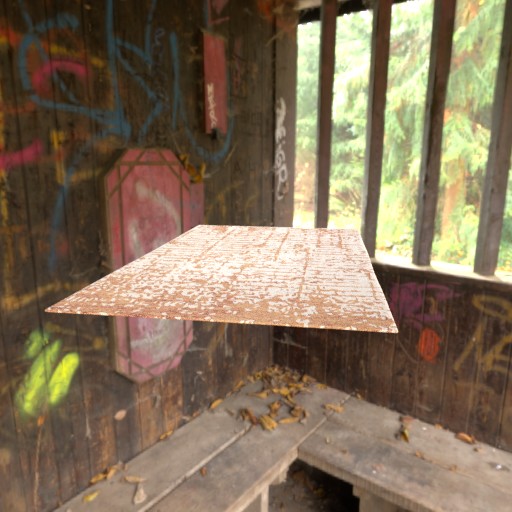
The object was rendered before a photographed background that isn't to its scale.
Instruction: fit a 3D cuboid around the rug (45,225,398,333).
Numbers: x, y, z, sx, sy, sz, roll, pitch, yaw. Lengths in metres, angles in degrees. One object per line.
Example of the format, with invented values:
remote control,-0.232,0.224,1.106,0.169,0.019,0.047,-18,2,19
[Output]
rug,0.000,0.000,3.021,1.517,0.011,2.435,2,13,9
